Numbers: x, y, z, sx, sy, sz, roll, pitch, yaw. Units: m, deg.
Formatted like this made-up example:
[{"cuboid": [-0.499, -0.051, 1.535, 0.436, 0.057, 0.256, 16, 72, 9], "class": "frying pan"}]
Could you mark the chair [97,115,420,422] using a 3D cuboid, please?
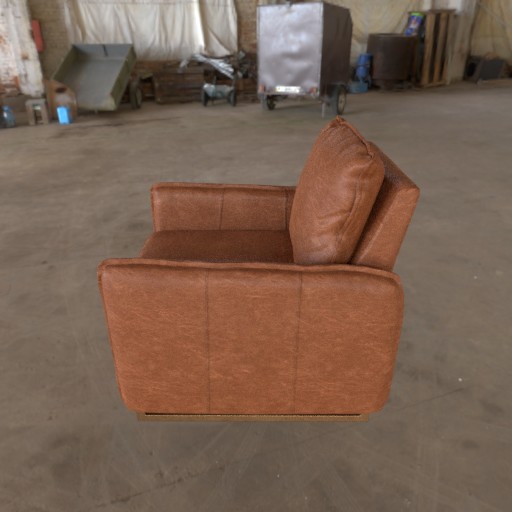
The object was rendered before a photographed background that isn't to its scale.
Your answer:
[{"cuboid": [0.000, 0.000, 1.634, 0.922, 0.922, 0.830, 0, 27, 0], "class": "chair"}]
